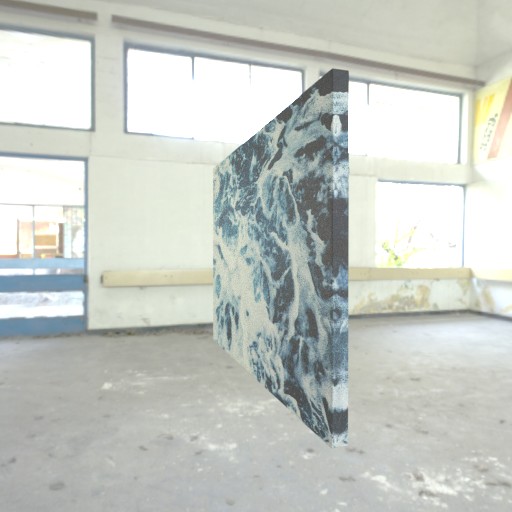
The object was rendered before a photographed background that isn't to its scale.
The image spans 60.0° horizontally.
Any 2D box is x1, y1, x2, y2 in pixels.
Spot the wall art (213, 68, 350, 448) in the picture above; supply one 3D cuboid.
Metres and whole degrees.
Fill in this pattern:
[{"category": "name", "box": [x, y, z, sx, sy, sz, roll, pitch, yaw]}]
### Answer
[{"category": "wall art", "box": [0.000, 0.000, 1.913, 0.055, 1.017, 1.524, 0, 1, -18]}]
